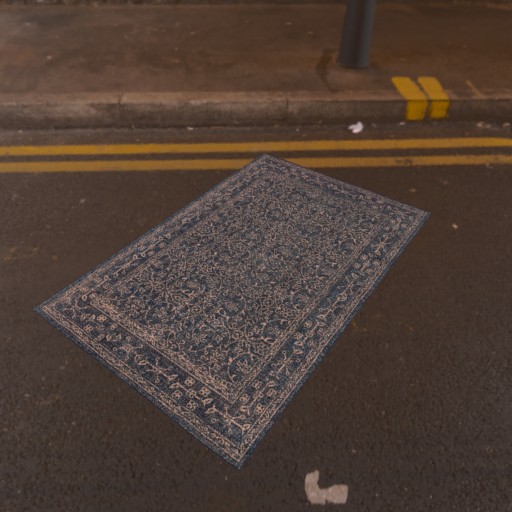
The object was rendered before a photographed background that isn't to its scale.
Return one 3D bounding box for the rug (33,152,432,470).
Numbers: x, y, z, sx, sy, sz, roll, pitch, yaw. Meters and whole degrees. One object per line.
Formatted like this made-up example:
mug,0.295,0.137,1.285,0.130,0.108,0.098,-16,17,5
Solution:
rug,0.000,0.000,2.302,1.200,0.005,1.819,26,48,26
